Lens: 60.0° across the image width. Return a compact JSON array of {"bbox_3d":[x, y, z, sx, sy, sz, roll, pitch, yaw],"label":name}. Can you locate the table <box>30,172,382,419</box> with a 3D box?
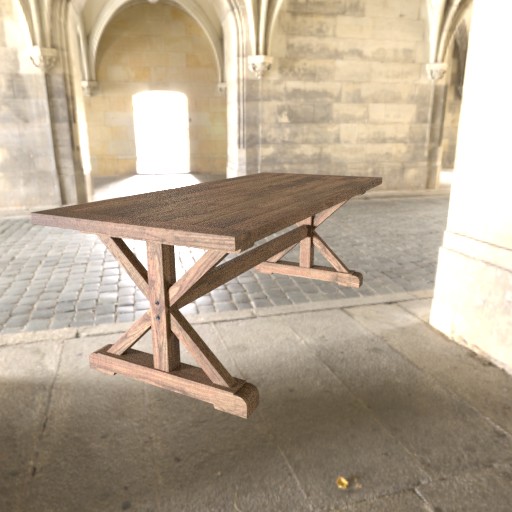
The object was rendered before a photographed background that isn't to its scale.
[{"bbox_3d":[0.000,0.000,2.469,0.907,0.733,2.031,8,17,26],"label":"table"}]
